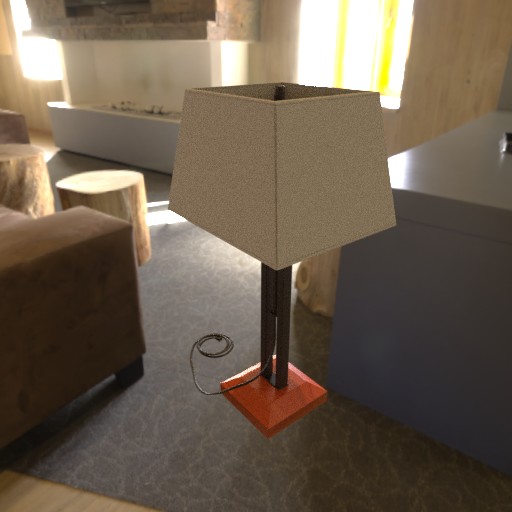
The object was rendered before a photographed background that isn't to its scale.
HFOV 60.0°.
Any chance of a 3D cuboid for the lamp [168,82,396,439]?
[{"bbox_3d":[0.000,0.000,1.006,0.310,0.737,0.498,-19,31,-34],"label":"lamp"}]
